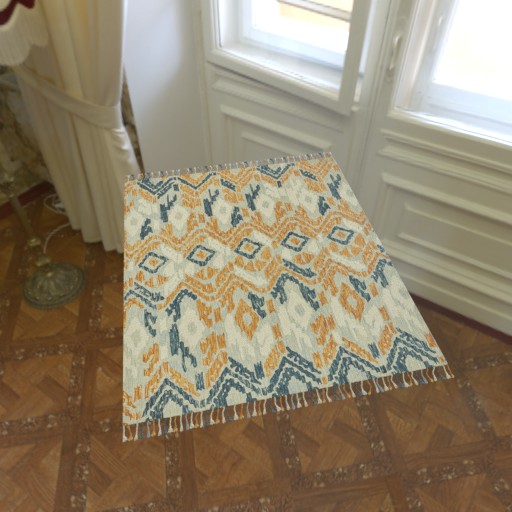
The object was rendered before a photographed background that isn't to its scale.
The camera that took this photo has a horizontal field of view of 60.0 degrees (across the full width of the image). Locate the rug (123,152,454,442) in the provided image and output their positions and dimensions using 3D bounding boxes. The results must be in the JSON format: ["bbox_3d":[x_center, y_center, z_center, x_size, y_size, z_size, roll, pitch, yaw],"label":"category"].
[{"bbox_3d":[0.000,0.000,4.174,2.439,0.010,3.048,-8,47,-8],"label":"rug"}]
